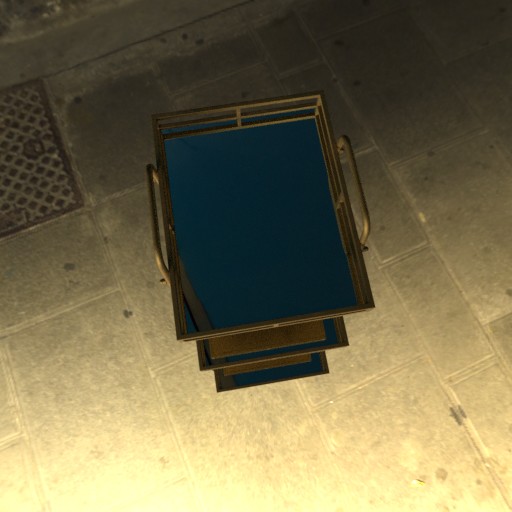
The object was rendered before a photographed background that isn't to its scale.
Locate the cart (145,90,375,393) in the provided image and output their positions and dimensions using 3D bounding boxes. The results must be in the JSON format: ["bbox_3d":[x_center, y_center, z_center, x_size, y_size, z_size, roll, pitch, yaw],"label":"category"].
[{"bbox_3d":[0.000,0.000,1.267,0.441,0.883,0.711,-9,75,-3],"label":"cart"}]
